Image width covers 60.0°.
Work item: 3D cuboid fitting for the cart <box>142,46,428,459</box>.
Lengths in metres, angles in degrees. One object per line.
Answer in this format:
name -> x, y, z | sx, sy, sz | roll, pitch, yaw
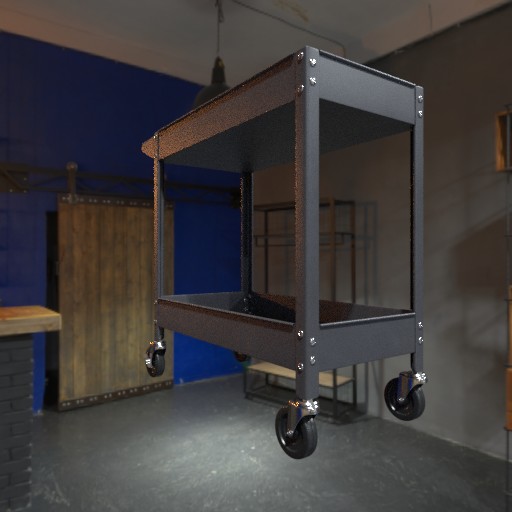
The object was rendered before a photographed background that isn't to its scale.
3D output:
cart -> 0.000, 0.000, 1.156 | 0.366, 0.719, 0.779 | 0, 0, -35
